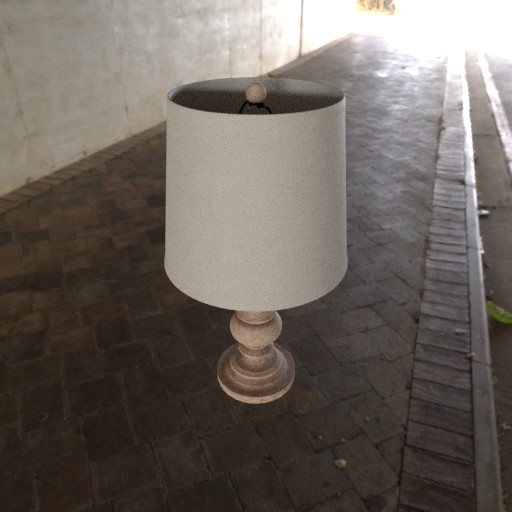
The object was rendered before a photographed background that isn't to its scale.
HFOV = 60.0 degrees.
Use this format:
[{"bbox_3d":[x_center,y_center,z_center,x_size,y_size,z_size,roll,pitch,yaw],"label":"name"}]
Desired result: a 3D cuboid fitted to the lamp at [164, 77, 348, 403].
[{"bbox_3d":[0.000,0.000,0.672,0.273,0.497,0.273,0,32,0],"label":"lamp"}]
